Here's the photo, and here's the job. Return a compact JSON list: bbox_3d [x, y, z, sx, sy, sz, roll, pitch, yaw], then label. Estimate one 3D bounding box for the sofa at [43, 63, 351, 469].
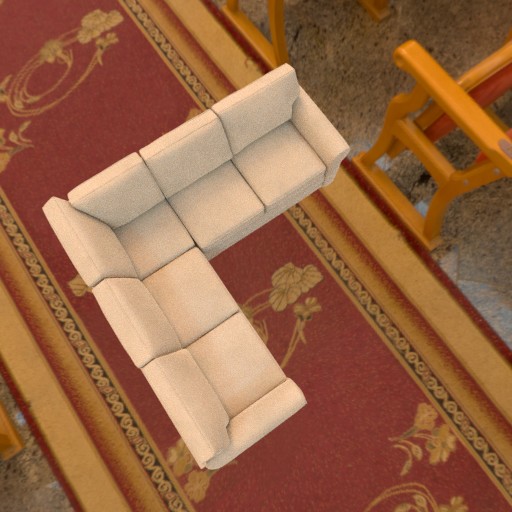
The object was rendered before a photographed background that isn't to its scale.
[{"bbox_3d":[0.000,0.000,3.903,2.569,1.054,2.487,-34,78,-8],"label":"sofa"}]
